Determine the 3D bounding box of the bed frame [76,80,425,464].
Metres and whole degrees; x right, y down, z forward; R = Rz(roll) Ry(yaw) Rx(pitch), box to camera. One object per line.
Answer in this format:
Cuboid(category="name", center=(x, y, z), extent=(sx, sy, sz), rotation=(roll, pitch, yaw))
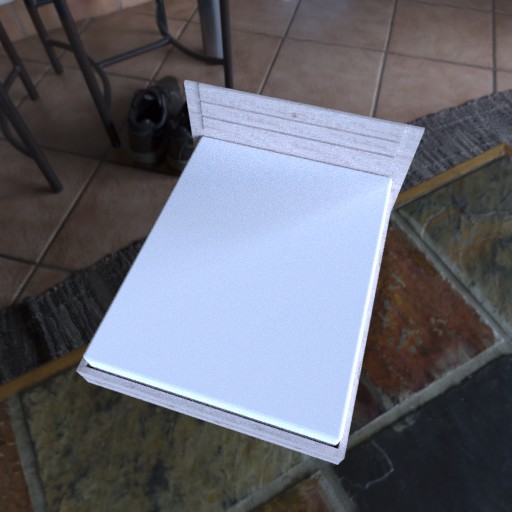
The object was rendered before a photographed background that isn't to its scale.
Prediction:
Cuboid(category="bed frame", center=(0.000, 0.000, 3.005), extent=(1.750, 0.970, 2.080), rotation=(15, 59, 9))
